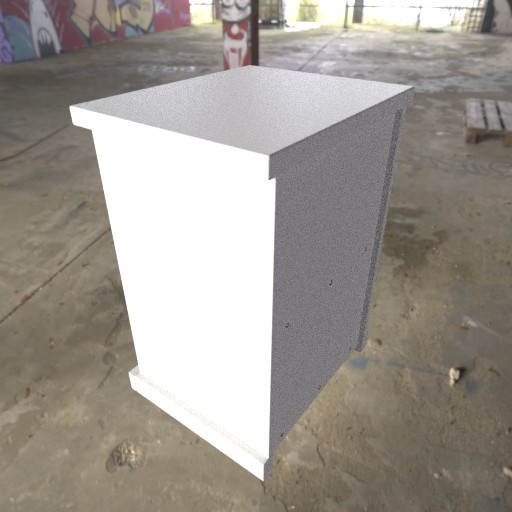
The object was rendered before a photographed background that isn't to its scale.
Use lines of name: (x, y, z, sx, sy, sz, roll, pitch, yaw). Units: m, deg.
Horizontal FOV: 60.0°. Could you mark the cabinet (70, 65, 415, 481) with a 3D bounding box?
cabinet: (0.000, 0.000, 1.035, 0.431, 0.723, 0.520, 22, 38, 30)
